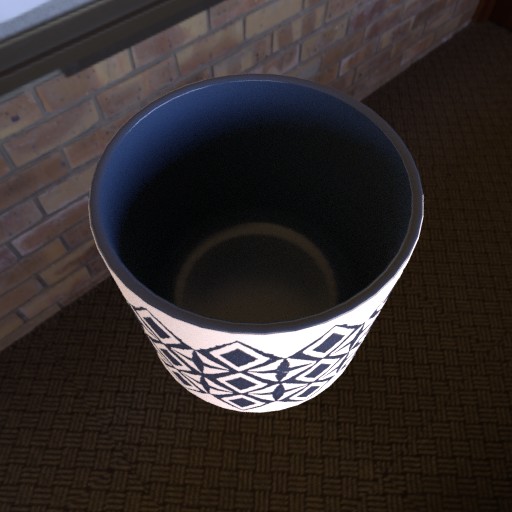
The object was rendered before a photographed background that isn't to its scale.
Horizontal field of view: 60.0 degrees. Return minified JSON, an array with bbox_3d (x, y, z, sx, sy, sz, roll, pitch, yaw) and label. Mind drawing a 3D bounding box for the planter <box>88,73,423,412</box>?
[{"bbox_3d":[0.000,0.000,0.312,0.182,0.165,0.182,0,59,0],"label":"planter"}]
